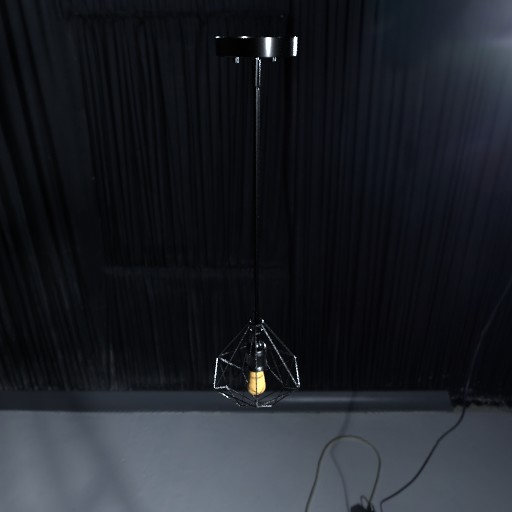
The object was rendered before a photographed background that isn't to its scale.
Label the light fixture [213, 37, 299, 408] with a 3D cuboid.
[{"bbox_3d":[0.000,0.000,1.993,0.431,1.764,0.487,0,27,0],"label":"light fixture"}]
